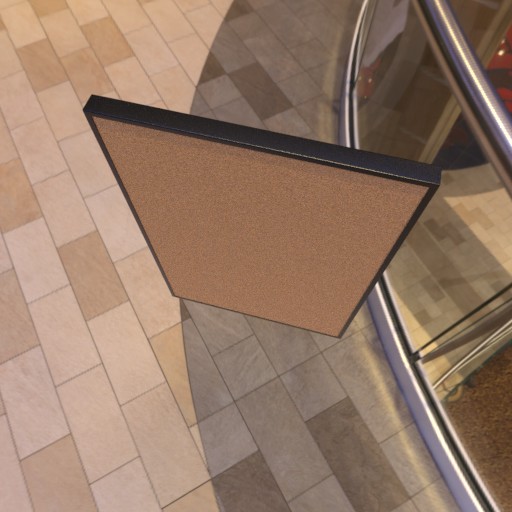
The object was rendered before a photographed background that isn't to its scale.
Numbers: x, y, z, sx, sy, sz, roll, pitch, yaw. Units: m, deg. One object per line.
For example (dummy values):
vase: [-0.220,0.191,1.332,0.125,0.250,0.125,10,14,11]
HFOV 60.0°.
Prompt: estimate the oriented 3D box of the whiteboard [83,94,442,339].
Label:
whiteboard: [0.000,0.000,0.766,0.406,0.611,0.026,13,65,6]
